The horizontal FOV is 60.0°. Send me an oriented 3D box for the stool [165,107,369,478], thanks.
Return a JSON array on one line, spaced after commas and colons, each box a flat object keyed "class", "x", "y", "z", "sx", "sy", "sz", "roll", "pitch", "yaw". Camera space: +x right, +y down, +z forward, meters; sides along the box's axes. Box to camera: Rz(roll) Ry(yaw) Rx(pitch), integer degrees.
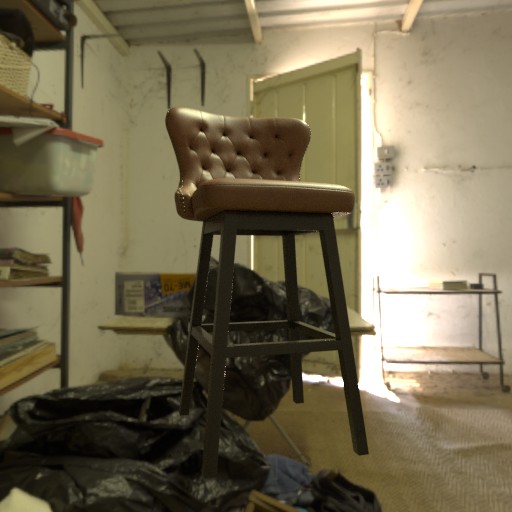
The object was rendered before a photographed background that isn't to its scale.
[{"class": "stool", "x": 0.000, "y": 0.000, "z": 1.395, "sx": 0.528, "sy": 1.050, "sz": 0.601, "roll": 0, "pitch": 0, "yaw": -17}]
